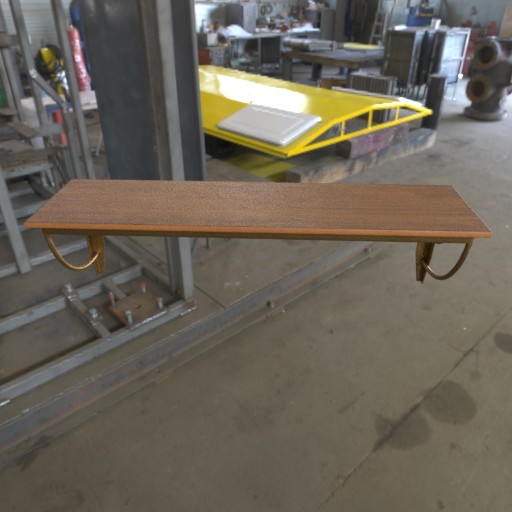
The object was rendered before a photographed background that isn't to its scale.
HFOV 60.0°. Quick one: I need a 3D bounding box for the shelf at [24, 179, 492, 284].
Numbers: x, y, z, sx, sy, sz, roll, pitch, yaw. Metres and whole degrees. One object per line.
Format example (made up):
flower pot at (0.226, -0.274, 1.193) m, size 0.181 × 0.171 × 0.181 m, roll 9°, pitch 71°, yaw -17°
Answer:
shelf at (0.000, 0.000, 0.720) m, size 0.636 × 0.190 × 0.166 m, roll 1°, pitch 31°, yaw 2°
